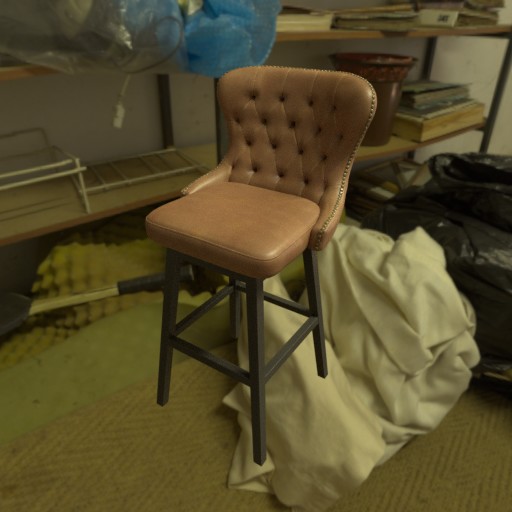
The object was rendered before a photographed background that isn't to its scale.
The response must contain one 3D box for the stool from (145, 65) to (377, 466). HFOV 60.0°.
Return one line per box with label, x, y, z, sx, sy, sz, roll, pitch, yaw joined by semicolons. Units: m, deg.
stool;0.000;0.000;1.407;0.528;1.050;0.601;18;35;29
